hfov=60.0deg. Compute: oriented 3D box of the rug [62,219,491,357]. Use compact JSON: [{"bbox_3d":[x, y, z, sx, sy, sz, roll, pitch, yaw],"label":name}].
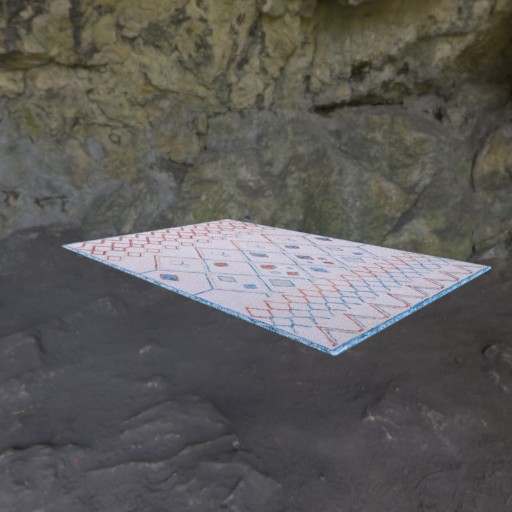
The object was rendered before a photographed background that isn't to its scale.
[{"bbox_3d":[0.000,0.000,2.239,1.219,0.016,1.829,-14,20,-43],"label":"rug"}]
